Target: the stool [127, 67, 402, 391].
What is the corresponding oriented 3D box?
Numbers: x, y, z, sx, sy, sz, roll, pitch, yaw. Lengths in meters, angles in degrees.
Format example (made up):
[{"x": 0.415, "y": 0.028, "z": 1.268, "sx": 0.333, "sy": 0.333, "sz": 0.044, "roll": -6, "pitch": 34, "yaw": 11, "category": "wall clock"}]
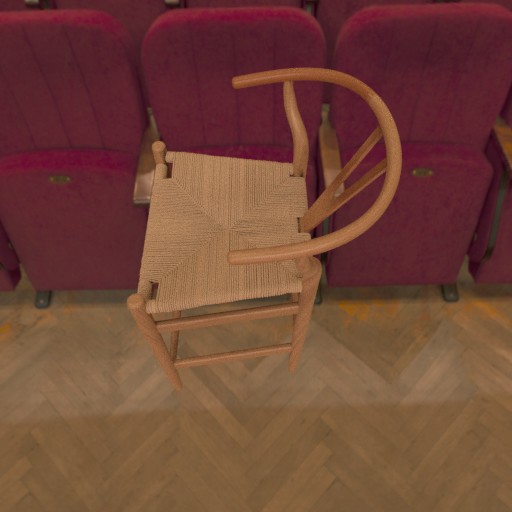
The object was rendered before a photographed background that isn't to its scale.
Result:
[{"x": 0.000, "y": 0.000, "z": 1.271, "sx": 0.575, "sy": 0.923, "sz": 0.536, "roll": -1, "pitch": 57, "yaw": 0, "category": "stool"}]
